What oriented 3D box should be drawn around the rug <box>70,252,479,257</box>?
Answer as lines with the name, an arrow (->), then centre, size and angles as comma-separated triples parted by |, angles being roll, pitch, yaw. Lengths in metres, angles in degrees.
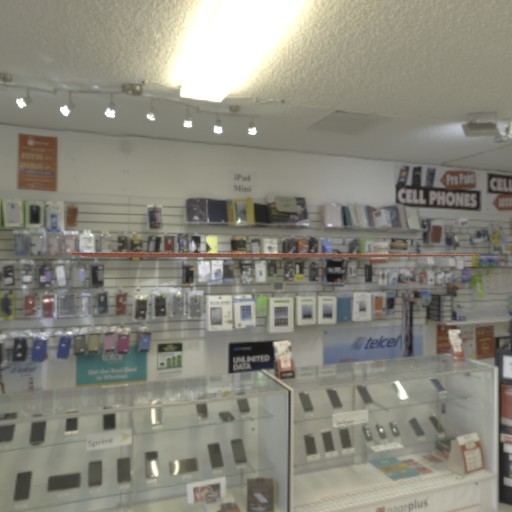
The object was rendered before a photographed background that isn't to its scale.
rug -> 0.000, 0.000, 2.879 | 2.112, 0.009, 1.594 | 0, -1, -18
